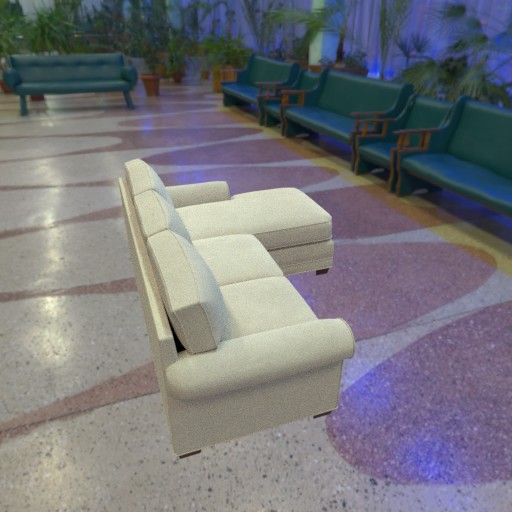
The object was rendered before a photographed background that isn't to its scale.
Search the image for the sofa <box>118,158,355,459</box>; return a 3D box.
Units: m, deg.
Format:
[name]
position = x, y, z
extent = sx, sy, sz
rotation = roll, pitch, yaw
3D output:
[sofa]
position = 0.000, 0.000, 2.353
extent = 1.226, 0.734, 1.770
rotation = -10, 31, -17
